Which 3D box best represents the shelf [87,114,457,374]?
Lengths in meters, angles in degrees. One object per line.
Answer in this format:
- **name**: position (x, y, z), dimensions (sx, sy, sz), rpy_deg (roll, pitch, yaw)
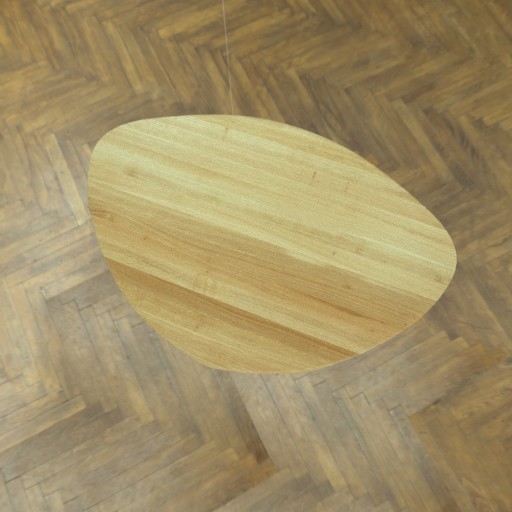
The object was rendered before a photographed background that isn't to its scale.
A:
- **shelf**: position (0.000, 0.000, 1.627), dimensions (1.246, 0.440, 0.845), rpy_deg (19, 76, 5)
